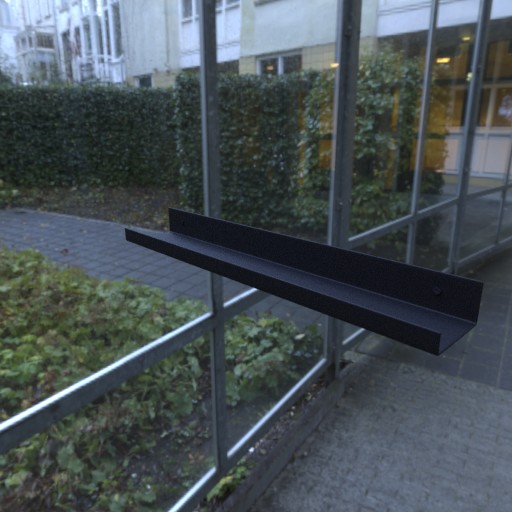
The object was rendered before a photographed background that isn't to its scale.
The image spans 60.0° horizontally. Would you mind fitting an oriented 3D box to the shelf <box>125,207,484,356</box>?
[{"bbox_3d":[0.000,0.000,0.662,0.102,0.053,0.605,-16,23,-42],"label":"shelf"}]
